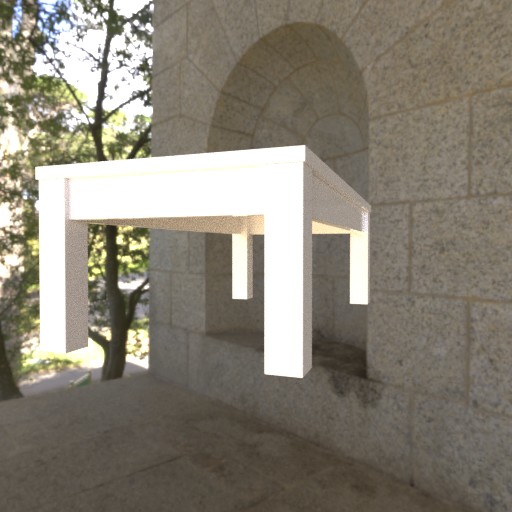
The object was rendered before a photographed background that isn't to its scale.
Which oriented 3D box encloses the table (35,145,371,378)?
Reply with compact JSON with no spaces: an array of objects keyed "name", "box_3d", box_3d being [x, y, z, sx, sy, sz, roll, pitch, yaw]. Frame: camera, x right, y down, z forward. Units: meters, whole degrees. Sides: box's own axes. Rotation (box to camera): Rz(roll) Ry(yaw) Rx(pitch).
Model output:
[{"name":"table","box_3d":[0.000,0.000,1.642,0.700,0.470,1.350,0,1,20]}]
